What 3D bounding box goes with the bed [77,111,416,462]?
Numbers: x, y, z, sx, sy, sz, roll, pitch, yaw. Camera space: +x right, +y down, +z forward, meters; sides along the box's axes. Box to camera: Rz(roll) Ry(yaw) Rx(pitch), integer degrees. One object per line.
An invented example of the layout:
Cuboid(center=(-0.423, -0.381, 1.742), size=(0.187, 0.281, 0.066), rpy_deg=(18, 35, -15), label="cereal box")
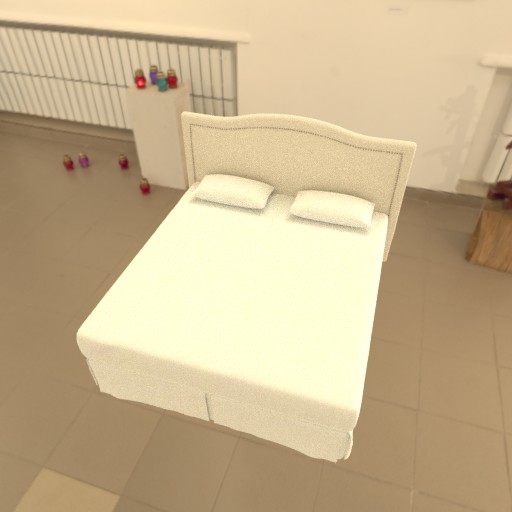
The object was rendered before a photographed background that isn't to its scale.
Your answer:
Cuboid(center=(0.000, 0.000, 3.477), size=(2.083, 1.421, 2.182), rpy_deg=(12, 42, 13), label="bed")
